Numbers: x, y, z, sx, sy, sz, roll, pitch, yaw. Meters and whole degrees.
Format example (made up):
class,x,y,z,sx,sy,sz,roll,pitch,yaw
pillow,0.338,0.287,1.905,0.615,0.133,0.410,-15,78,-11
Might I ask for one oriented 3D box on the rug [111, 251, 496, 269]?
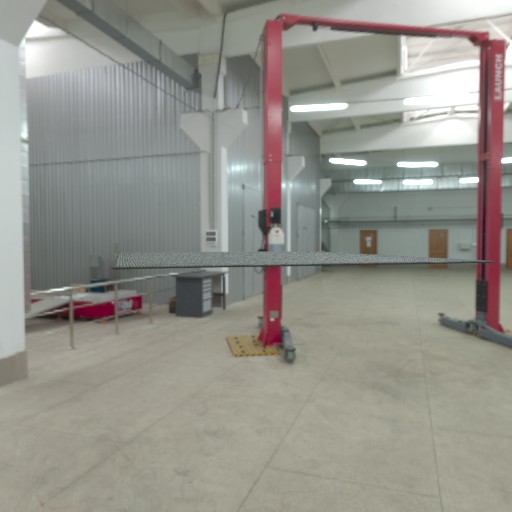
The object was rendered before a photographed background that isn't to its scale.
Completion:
class,x,y,z,sx,sy,sz,roll,pitch,yaw
rug,0.000,0.000,4.084,2.456,0.021,3.068,-1,2,-16
